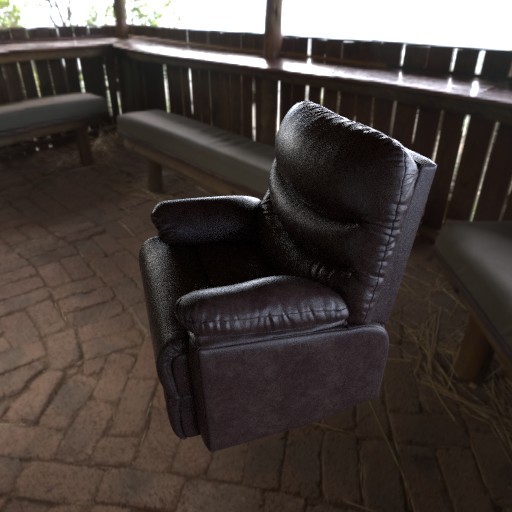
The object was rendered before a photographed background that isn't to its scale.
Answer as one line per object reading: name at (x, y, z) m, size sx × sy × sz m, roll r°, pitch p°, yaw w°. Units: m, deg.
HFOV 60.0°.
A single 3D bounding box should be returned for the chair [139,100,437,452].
chair at (0.000, 0.000, 1.729) m, size 0.879 × 1.041 × 0.940 m, roll -9°, pitch 31°, yaw -15°
